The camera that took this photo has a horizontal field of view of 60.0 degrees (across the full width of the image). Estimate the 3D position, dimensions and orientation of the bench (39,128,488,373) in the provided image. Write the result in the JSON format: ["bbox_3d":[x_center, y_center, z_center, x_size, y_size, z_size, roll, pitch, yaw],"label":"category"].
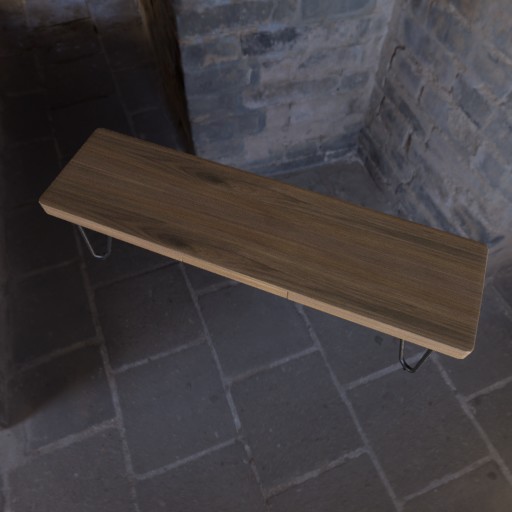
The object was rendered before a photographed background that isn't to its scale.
[{"bbox_3d":[0.000,0.000,1.776,1.570,0.462,0.425,19,61,11],"label":"bench"}]
